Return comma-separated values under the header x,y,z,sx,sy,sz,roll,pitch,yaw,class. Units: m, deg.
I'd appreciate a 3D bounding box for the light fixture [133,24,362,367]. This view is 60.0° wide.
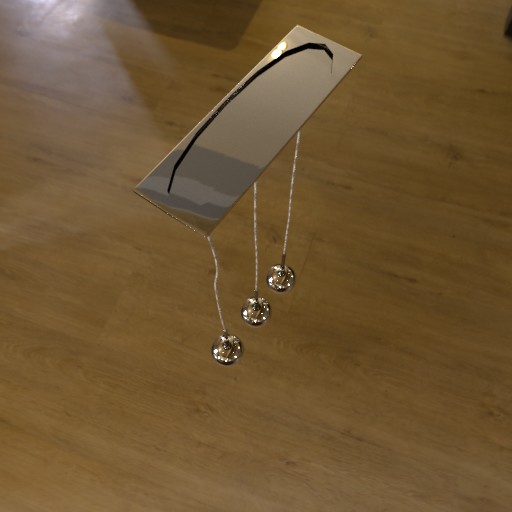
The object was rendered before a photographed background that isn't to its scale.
x,y,z,sx,sy,sz,roll,pitch,yaw,class
0.000,0.000,1.617,0.188,1.408,0.623,33,69,15,light fixture
